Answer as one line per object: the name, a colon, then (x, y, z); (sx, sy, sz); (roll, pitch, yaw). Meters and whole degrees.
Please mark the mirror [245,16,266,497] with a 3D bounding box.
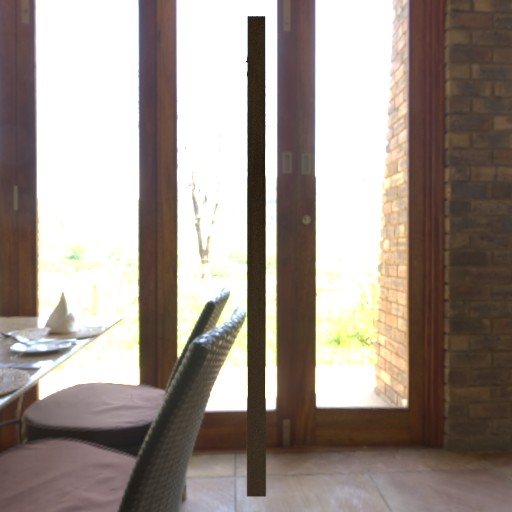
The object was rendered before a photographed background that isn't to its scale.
mirror: (0.000, 0.000, 1.147); (0.041, 0.915, 0.609); (0, 0, 0)
